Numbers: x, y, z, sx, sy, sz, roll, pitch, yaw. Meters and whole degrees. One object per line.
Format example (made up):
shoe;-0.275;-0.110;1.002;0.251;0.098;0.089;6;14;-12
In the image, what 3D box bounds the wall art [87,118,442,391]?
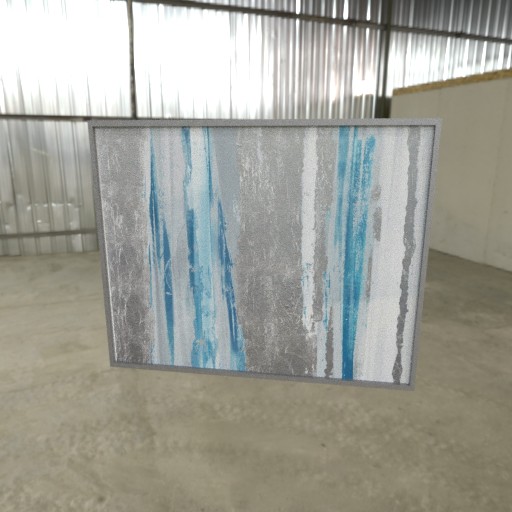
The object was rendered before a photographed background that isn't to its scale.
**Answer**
wall art;0.000;0.000;0.766;0.557;0.450;0.037;2;15;9
